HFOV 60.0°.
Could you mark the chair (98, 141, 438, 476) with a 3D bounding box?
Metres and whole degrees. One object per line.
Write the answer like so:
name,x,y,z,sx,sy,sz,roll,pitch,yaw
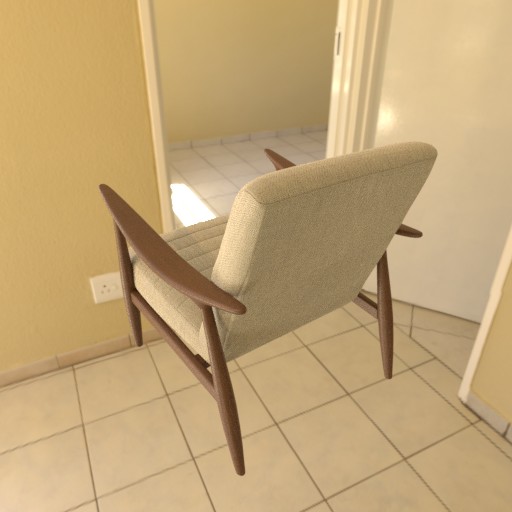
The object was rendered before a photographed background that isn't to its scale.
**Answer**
chair,0.000,0.000,1.412,0.741,0.832,0.798,-20,36,-30
